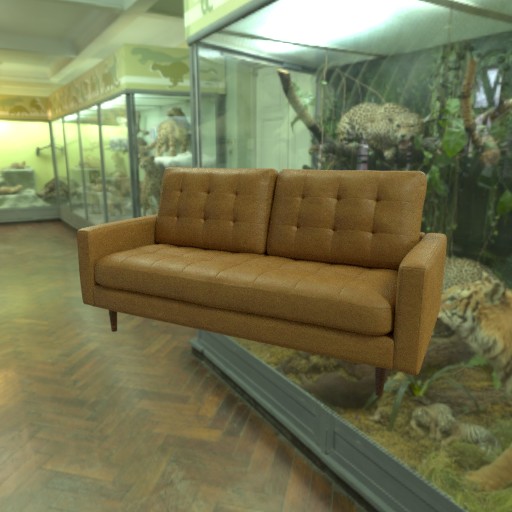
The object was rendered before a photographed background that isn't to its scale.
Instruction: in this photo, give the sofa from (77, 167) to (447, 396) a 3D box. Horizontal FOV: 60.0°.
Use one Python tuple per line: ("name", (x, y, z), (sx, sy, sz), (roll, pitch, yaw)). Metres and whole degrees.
("sofa", (0.000, 0.000, 2.355), (1.821, 0.898, 0.850), (7, 14, 27))
